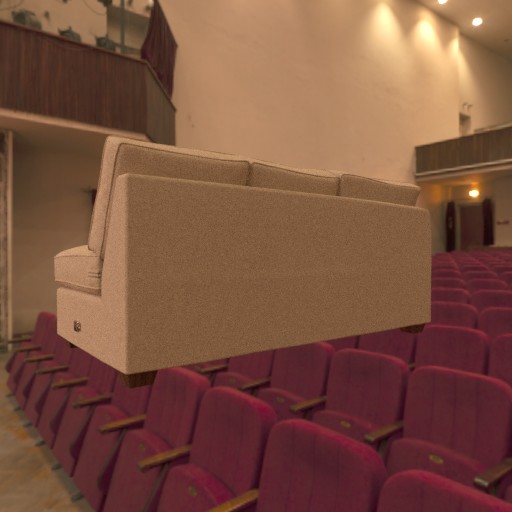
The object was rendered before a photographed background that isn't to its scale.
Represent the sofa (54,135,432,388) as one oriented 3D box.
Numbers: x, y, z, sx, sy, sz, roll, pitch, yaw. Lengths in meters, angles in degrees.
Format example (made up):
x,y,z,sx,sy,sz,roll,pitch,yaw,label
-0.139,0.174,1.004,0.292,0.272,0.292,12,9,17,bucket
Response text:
x,y,z,sx,sy,sz,roll,pitch,yaw,label
0.000,0.000,2.536,1.962,0.946,1.034,0,1,-37,sofa
